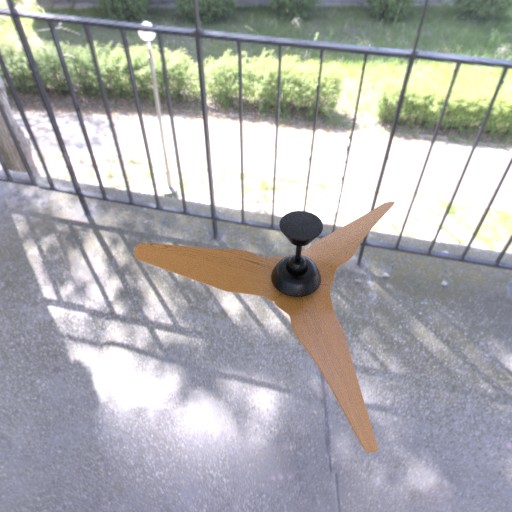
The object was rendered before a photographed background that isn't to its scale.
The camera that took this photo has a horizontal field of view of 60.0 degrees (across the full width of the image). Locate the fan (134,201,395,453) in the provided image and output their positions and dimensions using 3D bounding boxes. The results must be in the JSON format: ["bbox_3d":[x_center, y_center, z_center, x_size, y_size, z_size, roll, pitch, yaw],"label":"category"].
[{"bbox_3d":[0.000,0.000,1.612,1.010,0.355,1.142,10,47,9],"label":"fan"}]
